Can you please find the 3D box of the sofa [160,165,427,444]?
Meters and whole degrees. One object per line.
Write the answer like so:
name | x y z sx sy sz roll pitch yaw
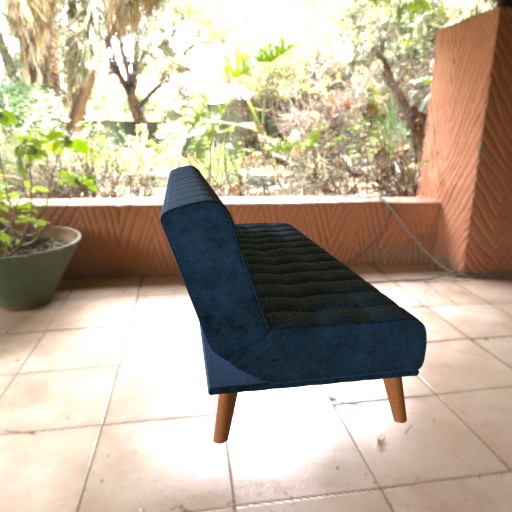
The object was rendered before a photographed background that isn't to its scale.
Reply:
sofa | 0.000 0.000 2.250 0.855 0.813 1.804 -3 15 -10
